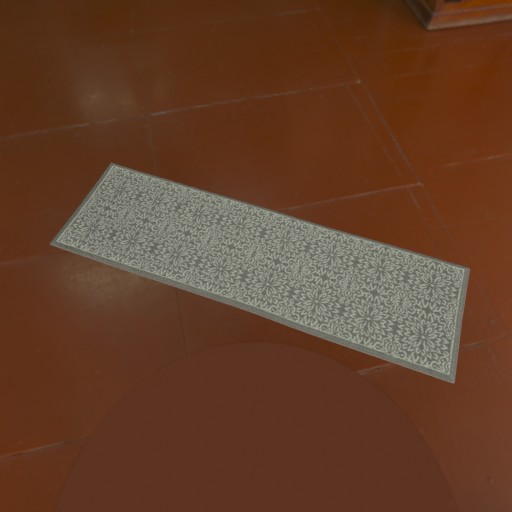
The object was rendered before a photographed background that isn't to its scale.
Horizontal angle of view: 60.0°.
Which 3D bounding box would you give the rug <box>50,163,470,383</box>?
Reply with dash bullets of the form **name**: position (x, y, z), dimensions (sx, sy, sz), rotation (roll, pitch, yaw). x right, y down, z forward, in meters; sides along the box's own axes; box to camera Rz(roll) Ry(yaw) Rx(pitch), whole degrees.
- **rug**: position (0.000, 0.000, 2.412), dimensions (2.196, 0.011, 0.662), rotation (18, 59, 11)
